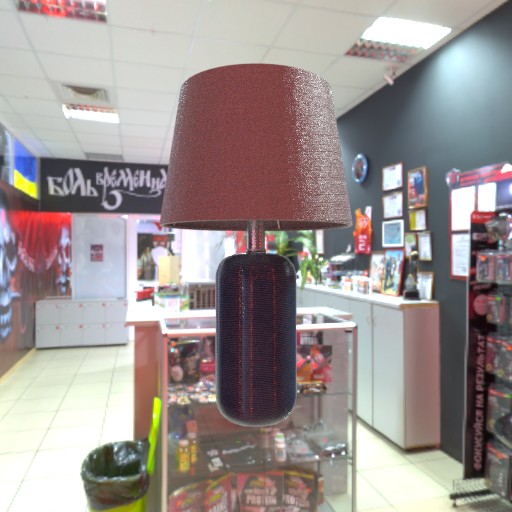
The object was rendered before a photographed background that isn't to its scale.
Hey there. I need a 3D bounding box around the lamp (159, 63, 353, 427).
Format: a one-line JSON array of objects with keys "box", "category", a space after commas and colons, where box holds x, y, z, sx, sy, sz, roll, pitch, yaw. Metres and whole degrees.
[{"box": [0.000, 0.000, 0.592, 0.253, 0.428, 0.253, 0, 0, 0], "category": "lamp"}]
